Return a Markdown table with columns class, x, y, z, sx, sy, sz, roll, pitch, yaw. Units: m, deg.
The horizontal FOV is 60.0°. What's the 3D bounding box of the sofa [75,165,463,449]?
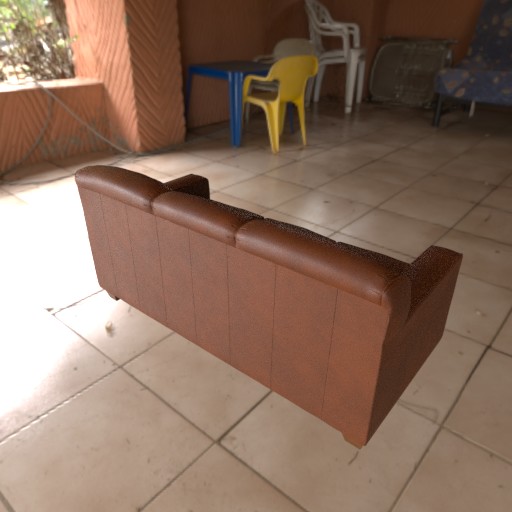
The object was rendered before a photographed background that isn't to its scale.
| class | x | y | z | sx | sy | sz | roll | pitch | yaw |
| --- | --- | --- | --- | --- | --- | --- | --- | --- | --- |
| sofa | 0.000 | 0.000 | 2.593 | 2.039 | 0.953 | 1.008 | 22 | 36 | 34 |
